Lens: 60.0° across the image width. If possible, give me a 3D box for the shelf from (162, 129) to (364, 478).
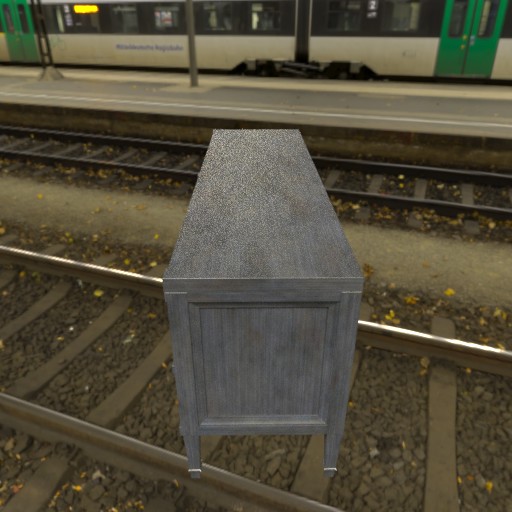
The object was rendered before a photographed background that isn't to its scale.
[{"bbox_3d":[0.000,0.000,1.876,0.479,0.719,1.575,0,28,-1],"label":"shelf"}]
